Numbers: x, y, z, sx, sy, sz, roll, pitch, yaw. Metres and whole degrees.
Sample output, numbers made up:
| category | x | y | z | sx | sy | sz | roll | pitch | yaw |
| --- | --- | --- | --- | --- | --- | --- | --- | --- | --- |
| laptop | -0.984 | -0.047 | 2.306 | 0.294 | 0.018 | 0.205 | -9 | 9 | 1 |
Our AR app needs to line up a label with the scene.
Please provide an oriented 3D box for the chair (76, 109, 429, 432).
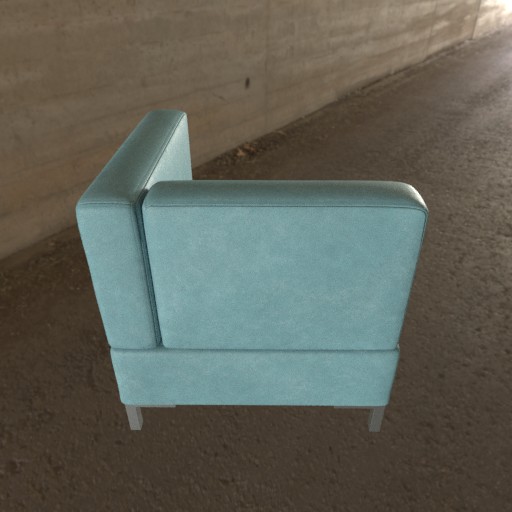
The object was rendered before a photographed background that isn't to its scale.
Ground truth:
| category | x | y | z | sx | sy | sz | roll | pitch | yaw |
| --- | --- | --- | --- | --- | --- | --- | --- | --- | --- |
| chair | 0.000 | 0.000 | 1.233 | 0.680 | 0.660 | 0.680 | 0 | 33 | 0 |
